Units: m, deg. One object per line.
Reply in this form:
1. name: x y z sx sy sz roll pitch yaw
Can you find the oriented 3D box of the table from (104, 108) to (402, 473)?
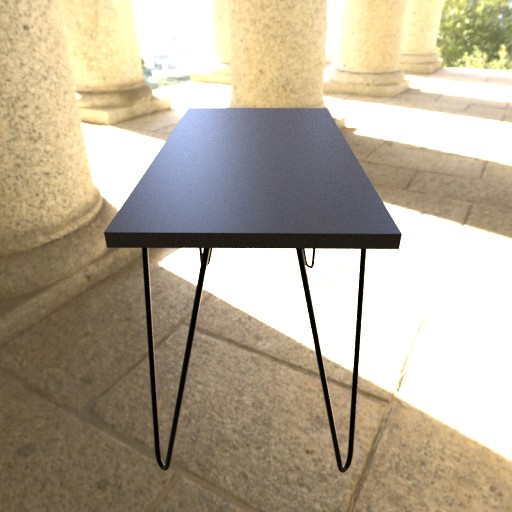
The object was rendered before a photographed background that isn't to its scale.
1. table: 0.000 0.000 1.334 0.499 0.660 0.991 0 30 1
